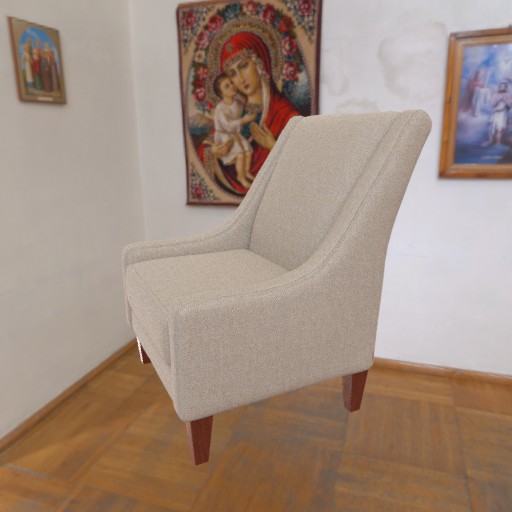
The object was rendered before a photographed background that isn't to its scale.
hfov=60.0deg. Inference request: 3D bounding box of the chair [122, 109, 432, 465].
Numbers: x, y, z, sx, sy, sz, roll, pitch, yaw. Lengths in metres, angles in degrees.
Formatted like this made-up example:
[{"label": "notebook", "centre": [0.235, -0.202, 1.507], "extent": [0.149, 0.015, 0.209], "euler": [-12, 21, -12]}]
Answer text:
[{"label": "chair", "centre": [0.000, 0.000, 1.631], "extent": [0.870, 1.014, 0.774], "euler": [-8, 17, -26]}]
